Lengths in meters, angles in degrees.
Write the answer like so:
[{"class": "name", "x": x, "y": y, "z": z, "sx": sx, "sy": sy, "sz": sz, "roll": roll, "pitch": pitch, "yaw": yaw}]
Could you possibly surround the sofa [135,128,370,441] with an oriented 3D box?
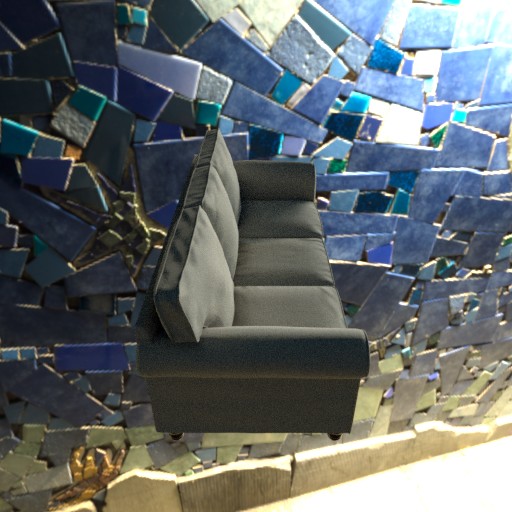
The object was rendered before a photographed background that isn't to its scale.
[{"class": "sofa", "x": 0.000, "y": 0.000, "z": 2.628, "sx": 0.916, "sy": 0.961, "sz": 2.084, "roll": 0, "pitch": 32, "yaw": 0}]
